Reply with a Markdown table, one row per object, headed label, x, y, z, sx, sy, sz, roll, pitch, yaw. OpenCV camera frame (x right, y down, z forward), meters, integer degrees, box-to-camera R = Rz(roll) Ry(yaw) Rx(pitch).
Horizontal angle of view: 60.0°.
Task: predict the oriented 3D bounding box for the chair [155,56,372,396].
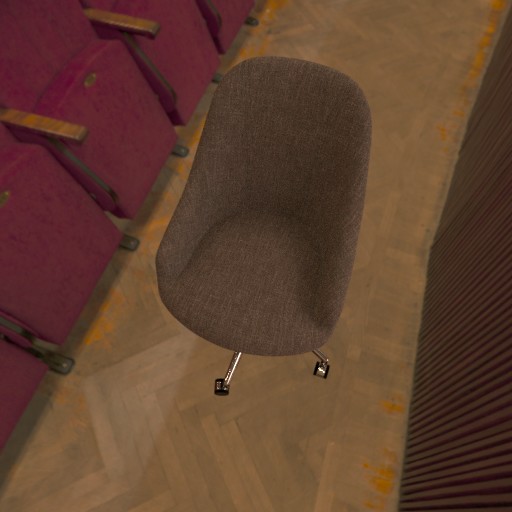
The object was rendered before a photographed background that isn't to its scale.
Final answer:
| label | x | y | z | sx | sy | sz | roll | pitch | yaw |
| --- | --- | --- | --- | --- | --- | --- | --- | --- | --- |
| chair | 0.000 | 0.000 | 1.415 | 0.671 | 0.950 | 0.712 | 16 | 60 | 9 |
